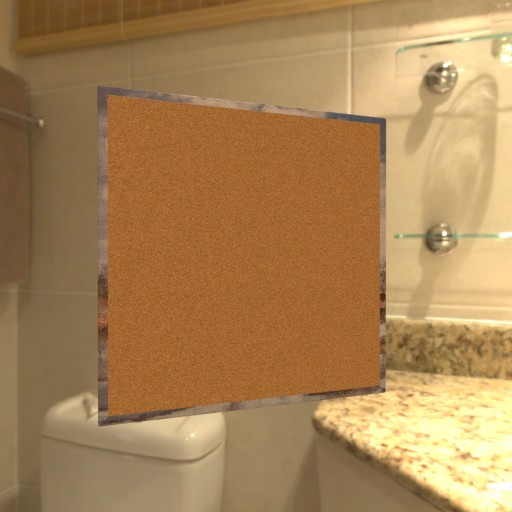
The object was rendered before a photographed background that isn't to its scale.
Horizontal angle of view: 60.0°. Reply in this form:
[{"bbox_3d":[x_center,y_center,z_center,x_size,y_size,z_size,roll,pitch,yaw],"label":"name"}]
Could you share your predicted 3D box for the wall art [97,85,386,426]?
[{"bbox_3d":[0.000,0.000,1.321,0.888,0.897,0.035,0,0,-19],"label":"wall art"}]
